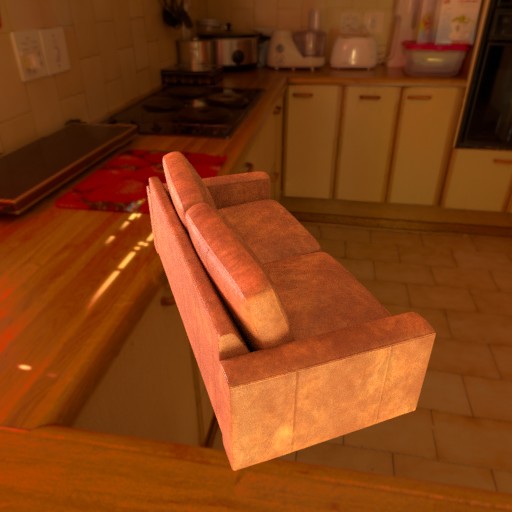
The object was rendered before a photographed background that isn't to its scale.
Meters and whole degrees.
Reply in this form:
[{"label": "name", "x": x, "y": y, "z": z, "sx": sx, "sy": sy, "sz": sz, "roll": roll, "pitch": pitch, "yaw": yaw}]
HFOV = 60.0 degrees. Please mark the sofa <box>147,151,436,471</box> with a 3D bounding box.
[{"label": "sofa", "x": 0.000, "y": 0.000, "z": 2.775, "sx": 1.016, "sy": 0.873, "sz": 2.179, "roll": -11, "pitch": 33, "yaw": -17}]
